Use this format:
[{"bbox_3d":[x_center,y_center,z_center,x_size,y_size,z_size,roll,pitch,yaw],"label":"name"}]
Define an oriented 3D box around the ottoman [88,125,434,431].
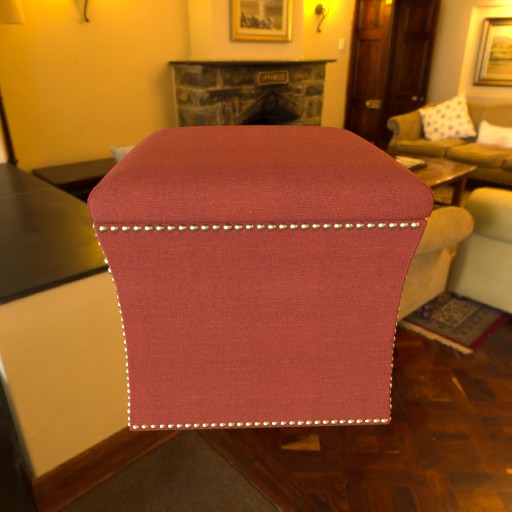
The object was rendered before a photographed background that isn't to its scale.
[{"bbox_3d":[0.000,0.000,0.902,0.497,0.475,0.507,-1,24,-2],"label":"ottoman"}]
